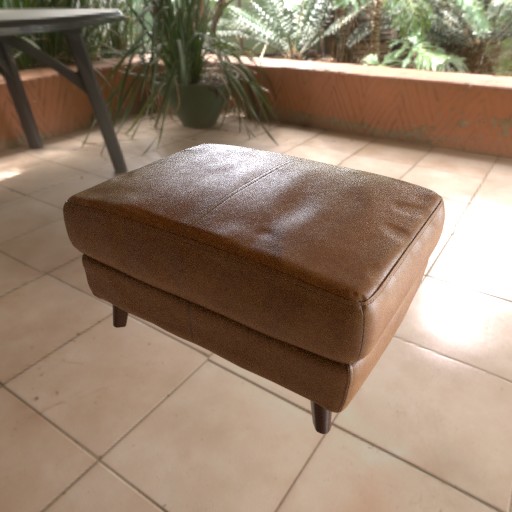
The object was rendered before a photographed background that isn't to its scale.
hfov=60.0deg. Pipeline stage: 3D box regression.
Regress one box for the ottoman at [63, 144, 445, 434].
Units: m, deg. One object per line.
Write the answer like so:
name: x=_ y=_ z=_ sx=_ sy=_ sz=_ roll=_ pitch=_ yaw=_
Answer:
ottoman: x=0.000 y=0.000 z=1.246 sx=0.869 sy=0.461 sz=0.630 roll=19 pitch=36 yaw=28
